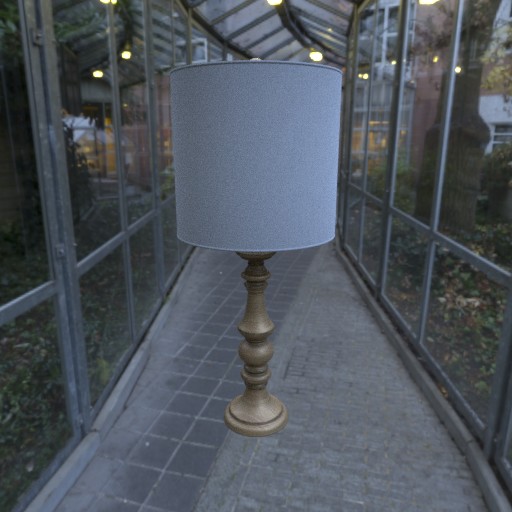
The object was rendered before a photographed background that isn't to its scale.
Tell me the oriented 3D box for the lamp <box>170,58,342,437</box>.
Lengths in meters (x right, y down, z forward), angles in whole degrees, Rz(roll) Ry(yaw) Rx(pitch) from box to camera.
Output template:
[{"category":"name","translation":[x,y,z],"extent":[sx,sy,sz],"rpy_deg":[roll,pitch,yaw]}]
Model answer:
[{"category":"lamp","translation":[0.000,0.000,0.723],"extent":[0.250,0.597,0.250],"rpy_deg":[8,16,27]}]
